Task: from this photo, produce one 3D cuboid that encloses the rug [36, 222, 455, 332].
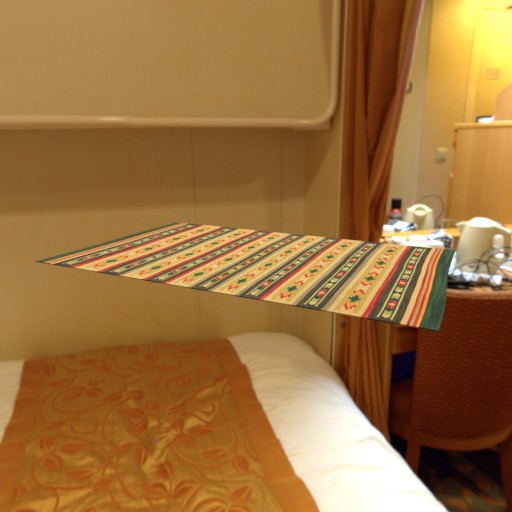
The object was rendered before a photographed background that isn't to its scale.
[{"bbox_3d":[0.000,0.000,3.021,2.447,0.011,1.520,7,17,25],"label":"rug"}]
